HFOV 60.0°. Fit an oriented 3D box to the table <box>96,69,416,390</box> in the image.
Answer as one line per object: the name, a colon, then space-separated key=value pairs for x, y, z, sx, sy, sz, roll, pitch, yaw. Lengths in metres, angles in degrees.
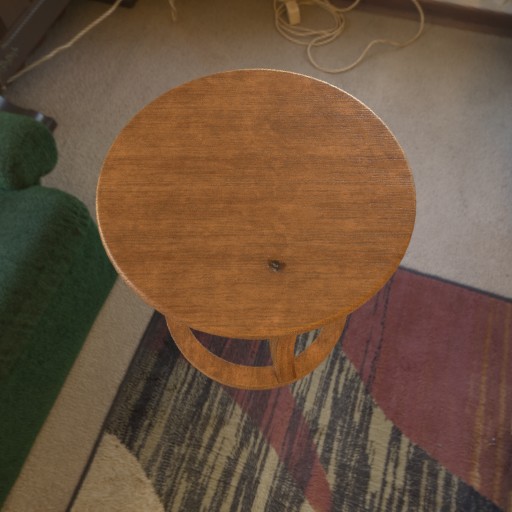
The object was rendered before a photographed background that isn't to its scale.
table: x=0.000 y=0.000 z=0.802 sx=0.432 sy=0.460 sz=0.432 roll=0 pitch=64 yaw=0
